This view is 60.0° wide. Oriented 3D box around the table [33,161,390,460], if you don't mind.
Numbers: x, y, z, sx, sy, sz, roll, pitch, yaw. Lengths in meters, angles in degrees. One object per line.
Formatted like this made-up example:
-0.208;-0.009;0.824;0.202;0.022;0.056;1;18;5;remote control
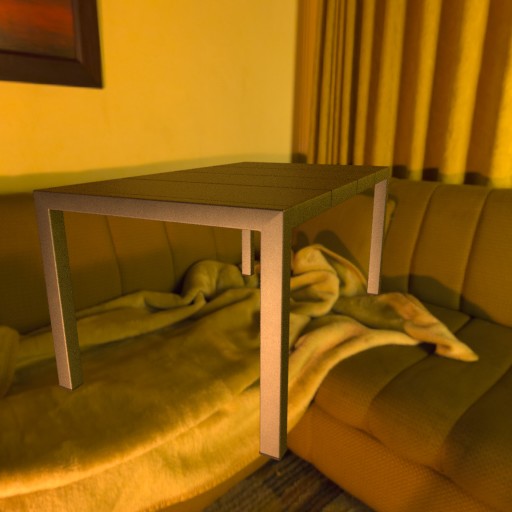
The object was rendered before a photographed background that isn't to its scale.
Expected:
0.000;0.000;1.275;0.559;0.460;0.965;7;17;25;table
